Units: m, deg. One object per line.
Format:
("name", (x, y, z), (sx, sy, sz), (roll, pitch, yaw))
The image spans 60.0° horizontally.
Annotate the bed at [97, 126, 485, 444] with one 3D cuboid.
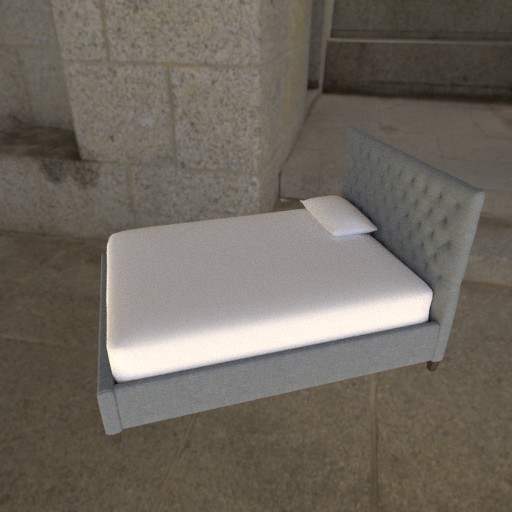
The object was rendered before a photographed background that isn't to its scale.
("bed", (0.000, 0.000, 3.323), (2.335, 1.411, 1.698), (-8, 30, -14))
